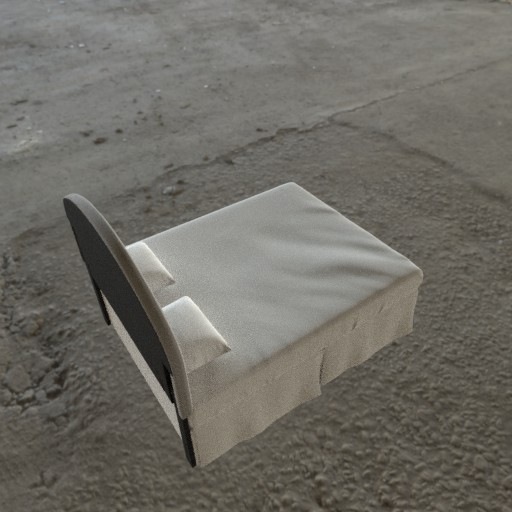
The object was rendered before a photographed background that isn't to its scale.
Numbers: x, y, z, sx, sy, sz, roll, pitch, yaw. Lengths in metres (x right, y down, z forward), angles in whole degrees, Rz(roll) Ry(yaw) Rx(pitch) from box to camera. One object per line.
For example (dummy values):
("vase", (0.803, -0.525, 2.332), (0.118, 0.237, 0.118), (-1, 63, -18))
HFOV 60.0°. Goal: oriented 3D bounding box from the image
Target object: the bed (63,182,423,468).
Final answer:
("bed", (0.000, 0.000, 3.115), (2.005, 1.410, 1.607), (-25, 47, -26))
